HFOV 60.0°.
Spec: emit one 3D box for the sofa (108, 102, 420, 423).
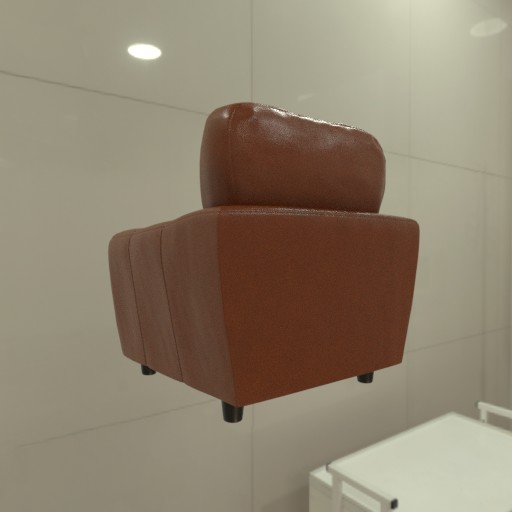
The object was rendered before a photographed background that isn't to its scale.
[{"bbox_3d":[0.000,0.000,1.574,0.836,0.876,0.789,-1,2,-38],"label":"sofa"}]
